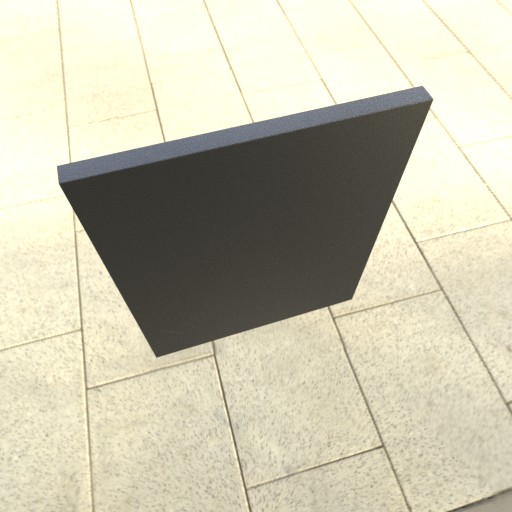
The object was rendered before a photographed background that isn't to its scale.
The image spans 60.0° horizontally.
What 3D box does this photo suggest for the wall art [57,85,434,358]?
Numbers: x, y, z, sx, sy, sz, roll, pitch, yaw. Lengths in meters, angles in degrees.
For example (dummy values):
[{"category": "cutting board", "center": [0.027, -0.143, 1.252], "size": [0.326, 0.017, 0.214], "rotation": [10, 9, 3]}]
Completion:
[{"category": "wall art", "center": [0.000, 0.000, 0.759], "size": [0.457, 0.557, 0.028], "rotation": [-15, 59, -9]}]
